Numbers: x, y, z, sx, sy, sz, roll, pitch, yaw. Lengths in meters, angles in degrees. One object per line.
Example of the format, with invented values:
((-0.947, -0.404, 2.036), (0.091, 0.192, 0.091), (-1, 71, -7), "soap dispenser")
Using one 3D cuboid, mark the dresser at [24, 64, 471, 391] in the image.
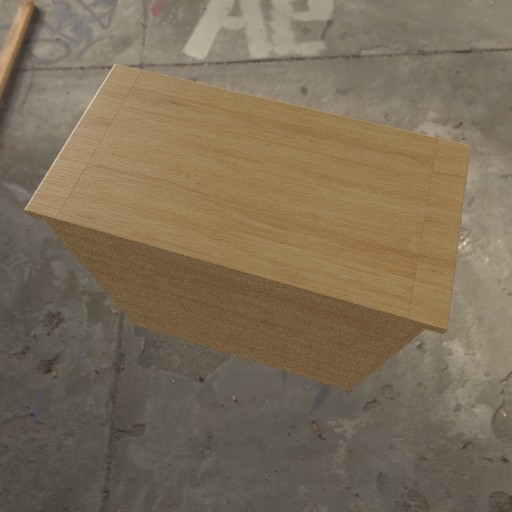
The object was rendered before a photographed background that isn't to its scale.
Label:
((0.000, 0.000, 1.207), (0.800, 0.730, 0.410), (16, 66, 7), "dresser")
